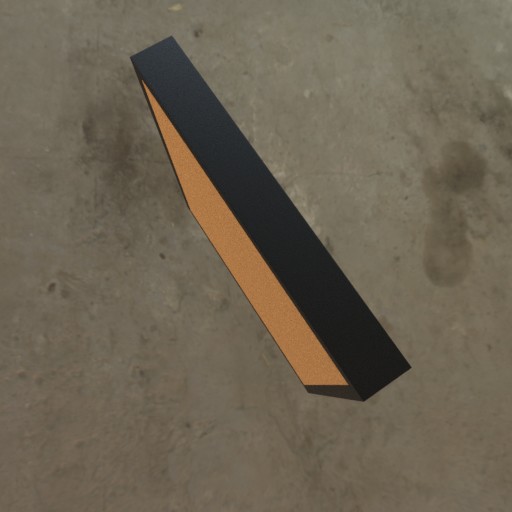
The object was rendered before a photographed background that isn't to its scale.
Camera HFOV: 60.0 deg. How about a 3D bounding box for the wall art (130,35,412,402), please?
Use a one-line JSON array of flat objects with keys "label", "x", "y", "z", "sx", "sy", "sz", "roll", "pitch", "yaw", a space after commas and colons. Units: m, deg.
[{"label": "wall art", "x": 0.000, "y": 0.000, "z": 0.459, "sx": 0.038, "sy": 0.304, "sz": 0.305, "roll": -32, "pitch": 76, "yaw": -9}]
